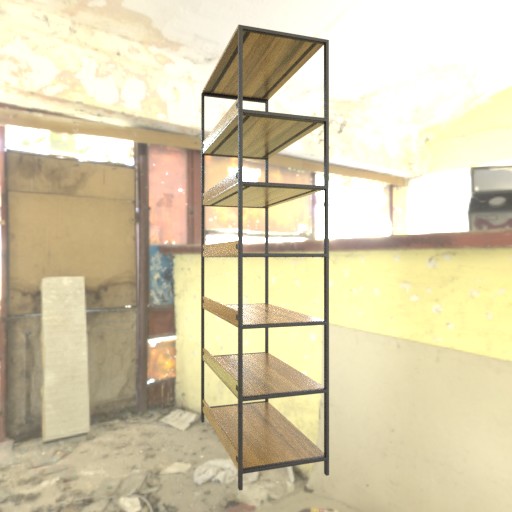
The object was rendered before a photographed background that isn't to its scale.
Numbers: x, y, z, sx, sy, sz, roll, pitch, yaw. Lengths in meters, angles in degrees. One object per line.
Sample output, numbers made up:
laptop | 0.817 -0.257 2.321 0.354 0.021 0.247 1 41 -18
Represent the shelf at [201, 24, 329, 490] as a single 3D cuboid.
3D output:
shelf | 0.000 0.000 2.373 0.431 2.015 0.847 0 0 -18
